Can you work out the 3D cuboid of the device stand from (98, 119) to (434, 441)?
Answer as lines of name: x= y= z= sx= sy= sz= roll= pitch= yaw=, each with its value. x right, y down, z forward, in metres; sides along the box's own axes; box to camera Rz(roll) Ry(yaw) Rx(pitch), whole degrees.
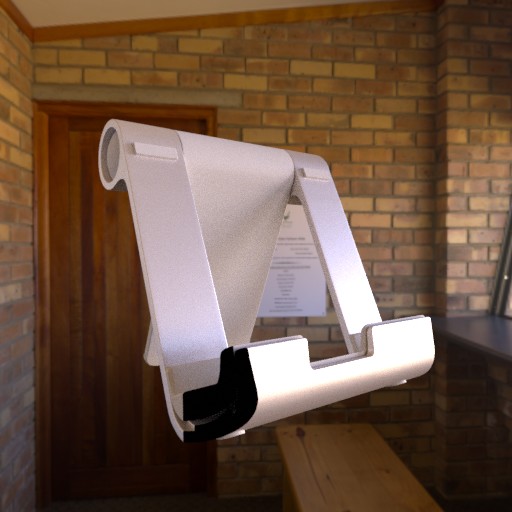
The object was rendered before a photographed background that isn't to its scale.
device stand: x=0.000 y=0.000 z=0.149 sx=0.086 sy=0.084 sz=0.079 roll=-1 pitch=1 yaw=-37
